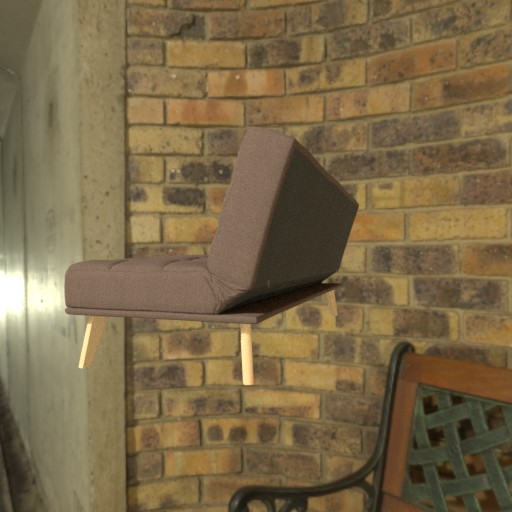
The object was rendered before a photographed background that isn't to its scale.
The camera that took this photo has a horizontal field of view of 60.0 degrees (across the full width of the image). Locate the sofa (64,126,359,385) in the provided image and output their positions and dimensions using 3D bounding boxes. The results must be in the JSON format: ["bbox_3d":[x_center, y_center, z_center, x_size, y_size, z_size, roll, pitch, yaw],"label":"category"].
[{"bbox_3d":[0.000,0.000,2.290,0.860,0.810,1.800,0,0,19],"label":"sofa"}]
